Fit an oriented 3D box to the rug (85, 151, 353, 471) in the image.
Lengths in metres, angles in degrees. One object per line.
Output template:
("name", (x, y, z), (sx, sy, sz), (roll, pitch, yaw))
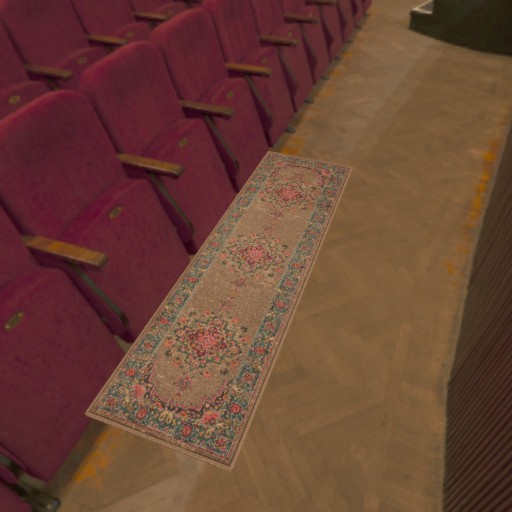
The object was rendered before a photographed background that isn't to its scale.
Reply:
("rug", (0.000, 0.000, 2.531), (0.659, 0.019, 2.297), (14, 44, 15))
